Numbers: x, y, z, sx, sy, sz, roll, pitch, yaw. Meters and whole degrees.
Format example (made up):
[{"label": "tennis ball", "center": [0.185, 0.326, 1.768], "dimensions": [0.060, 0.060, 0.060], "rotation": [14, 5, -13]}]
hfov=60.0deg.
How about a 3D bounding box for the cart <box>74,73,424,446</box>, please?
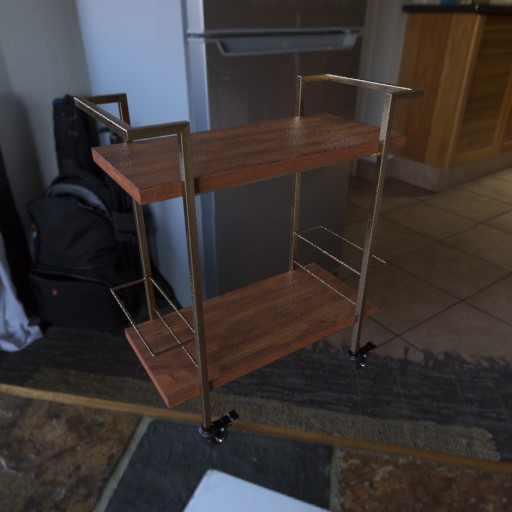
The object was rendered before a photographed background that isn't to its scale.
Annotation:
[{"label": "cart", "center": [0.000, 0.000, 1.155], "dimensions": [0.695, 0.807, 0.364], "rotation": [-18, 34, -28]}]
